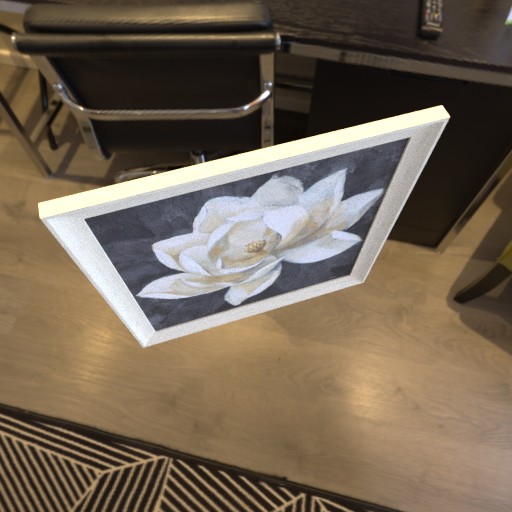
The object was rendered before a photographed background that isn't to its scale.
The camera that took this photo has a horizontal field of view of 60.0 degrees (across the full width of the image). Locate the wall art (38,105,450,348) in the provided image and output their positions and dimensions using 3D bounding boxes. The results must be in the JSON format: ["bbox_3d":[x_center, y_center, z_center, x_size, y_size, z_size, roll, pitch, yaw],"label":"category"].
[{"bbox_3d":[0.000,0.000,1.510,1.016,1.016,0.045,-15,63,-8],"label":"wall art"}]
